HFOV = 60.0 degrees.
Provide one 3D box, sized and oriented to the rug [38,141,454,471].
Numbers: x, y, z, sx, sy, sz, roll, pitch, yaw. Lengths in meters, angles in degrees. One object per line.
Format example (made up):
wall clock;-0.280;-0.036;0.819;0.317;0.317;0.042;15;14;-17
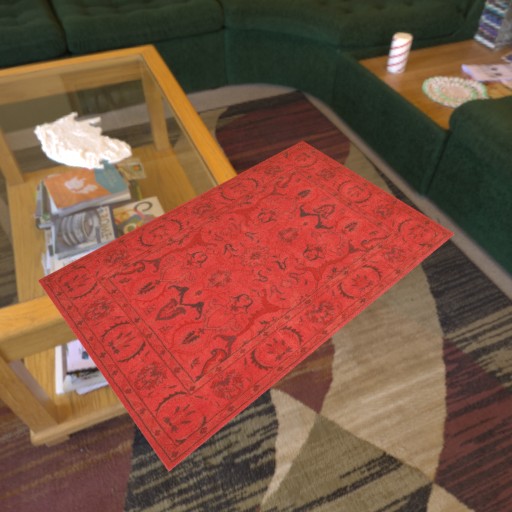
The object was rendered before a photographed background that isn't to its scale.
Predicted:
rug;0.000;0.000;3.021;2.423;0.010;1.534;-33;56;-26
